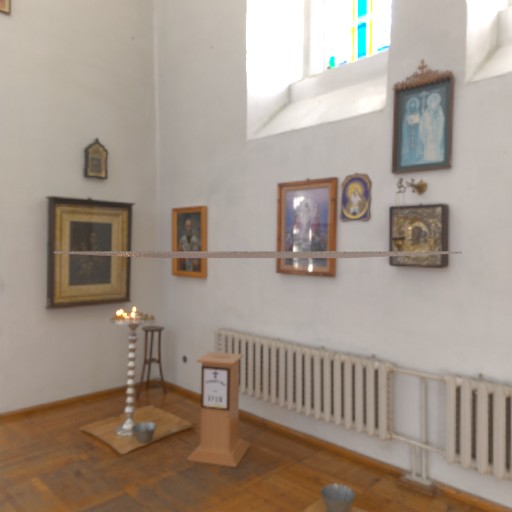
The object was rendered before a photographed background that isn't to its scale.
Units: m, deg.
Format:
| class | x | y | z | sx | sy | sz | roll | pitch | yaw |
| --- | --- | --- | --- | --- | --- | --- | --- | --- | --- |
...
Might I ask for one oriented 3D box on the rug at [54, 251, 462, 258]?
| class | x | y | z | sx | sy | sz | roll | pitch | yaw |
| --- | --- | --- | --- | --- | --- | --- | --- | --- | --- |
| rug | 0.000 | 0.000 | 4.153 | 2.451 | 0.011 | 3.072 | 0 | -1 | -1 |
